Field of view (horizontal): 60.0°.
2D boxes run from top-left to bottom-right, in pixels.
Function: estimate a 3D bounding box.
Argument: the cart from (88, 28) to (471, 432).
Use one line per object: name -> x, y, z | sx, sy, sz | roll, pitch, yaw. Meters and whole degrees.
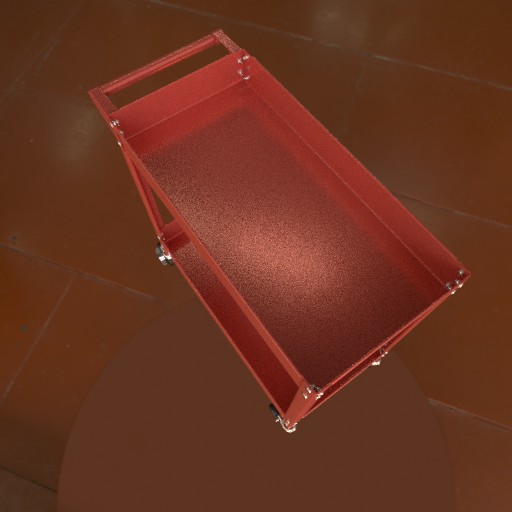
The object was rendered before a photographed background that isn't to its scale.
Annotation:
cart -> 0.000, 0.000, 1.150 | 0.366, 0.719, 0.779 | -33, 69, -15
